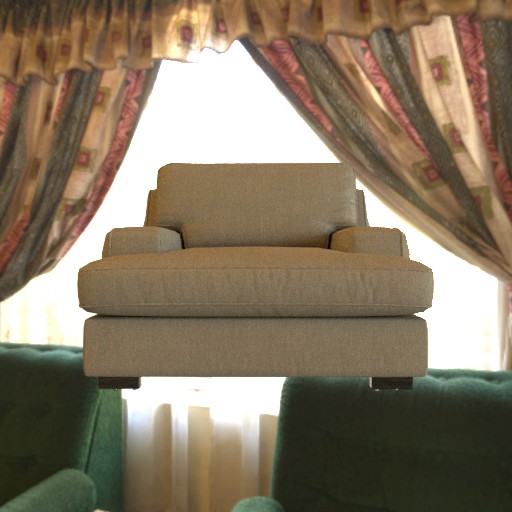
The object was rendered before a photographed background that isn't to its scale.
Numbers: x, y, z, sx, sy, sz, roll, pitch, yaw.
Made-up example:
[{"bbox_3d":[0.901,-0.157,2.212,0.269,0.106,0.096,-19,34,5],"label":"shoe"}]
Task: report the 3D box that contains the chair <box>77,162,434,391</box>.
[{"bbox_3d":[0.000,0.000,2.005,1.270,0.974,1.043,0,0,0],"label":"chair"}]
